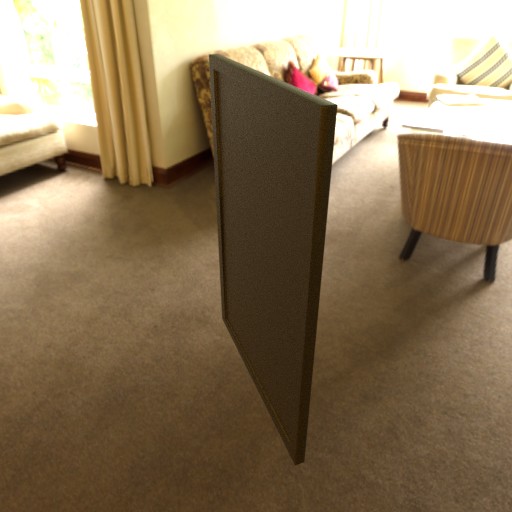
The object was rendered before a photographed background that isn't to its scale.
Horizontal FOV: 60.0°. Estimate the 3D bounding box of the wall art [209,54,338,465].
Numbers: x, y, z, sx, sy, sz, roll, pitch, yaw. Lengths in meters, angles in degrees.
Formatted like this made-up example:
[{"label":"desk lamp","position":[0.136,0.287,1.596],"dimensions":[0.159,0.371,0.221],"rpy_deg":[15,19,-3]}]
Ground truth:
[{"label":"wall art","position":[0.000,0.000,0.558],"dimensions":[0.013,0.431,0.303],"rpy_deg":[-11,33,-18]}]
